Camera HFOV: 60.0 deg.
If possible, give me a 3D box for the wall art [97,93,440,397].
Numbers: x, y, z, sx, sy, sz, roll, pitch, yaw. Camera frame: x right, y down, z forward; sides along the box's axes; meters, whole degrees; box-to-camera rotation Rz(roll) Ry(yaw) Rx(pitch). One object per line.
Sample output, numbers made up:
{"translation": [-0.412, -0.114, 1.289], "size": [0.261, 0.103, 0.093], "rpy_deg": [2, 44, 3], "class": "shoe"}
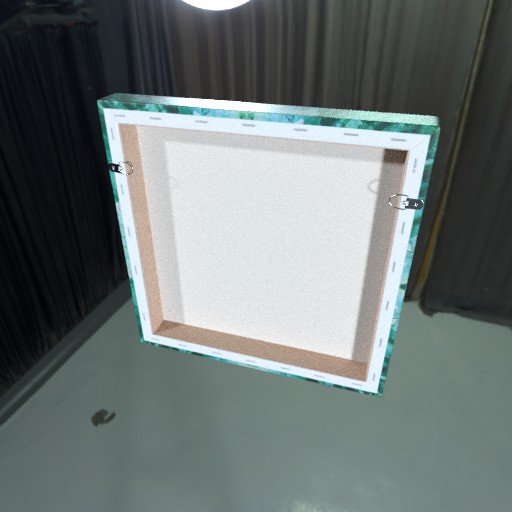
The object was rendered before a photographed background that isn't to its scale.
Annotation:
{"translation": [0.000, 0.000, 0.480], "size": [0.313, 0.313, 0.033], "rpy_deg": [9, 33, 15], "class": "wall art"}
